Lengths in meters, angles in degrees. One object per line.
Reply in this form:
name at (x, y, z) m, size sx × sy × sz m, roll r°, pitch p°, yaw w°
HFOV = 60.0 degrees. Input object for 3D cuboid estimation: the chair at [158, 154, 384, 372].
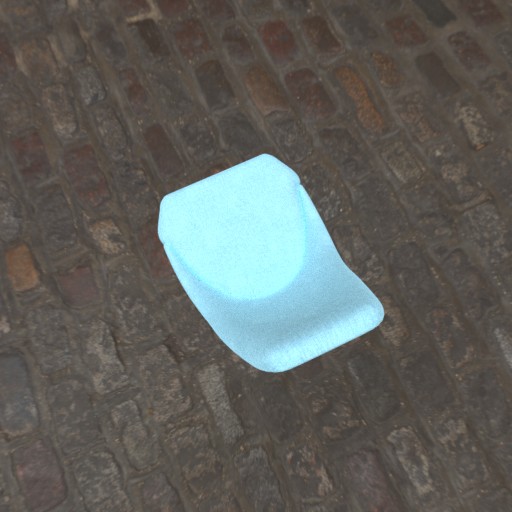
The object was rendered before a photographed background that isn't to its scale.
chair at (0.000, 0.000, 1.368) m, size 0.510 × 1.040 × 0.660 m, roll -24°, pitch 77°, yaw -6°
